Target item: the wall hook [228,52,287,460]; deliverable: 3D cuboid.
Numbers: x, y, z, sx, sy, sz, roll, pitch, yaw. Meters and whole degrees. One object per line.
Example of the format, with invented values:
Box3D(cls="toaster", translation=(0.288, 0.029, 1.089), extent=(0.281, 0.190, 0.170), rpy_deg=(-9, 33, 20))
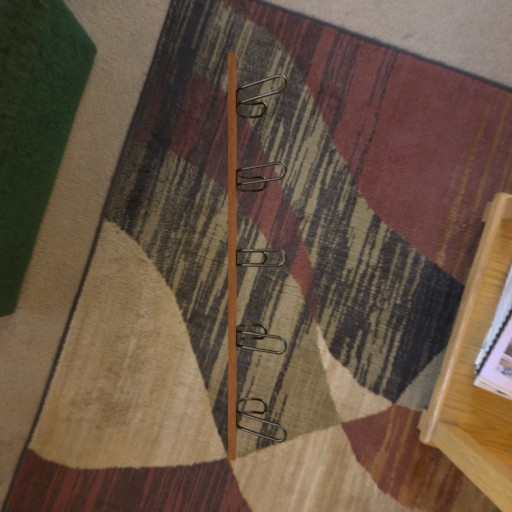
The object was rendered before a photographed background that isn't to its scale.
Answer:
Box3D(cls="wall hook", translation=(0.000, 0.000, 0.612), extent=(0.076, 0.116, 0.554), rpy_deg=(0, 90, -1))
